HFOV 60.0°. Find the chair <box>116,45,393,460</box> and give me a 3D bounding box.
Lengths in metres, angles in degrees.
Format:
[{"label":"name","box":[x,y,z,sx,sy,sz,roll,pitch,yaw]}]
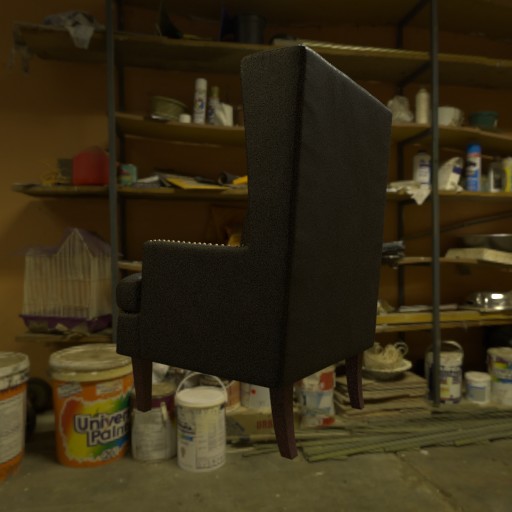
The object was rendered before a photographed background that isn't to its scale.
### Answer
[{"label":"chair","box":[0.000,0.000,1.642,0.799,1.142,0.703,0,0,36]}]
